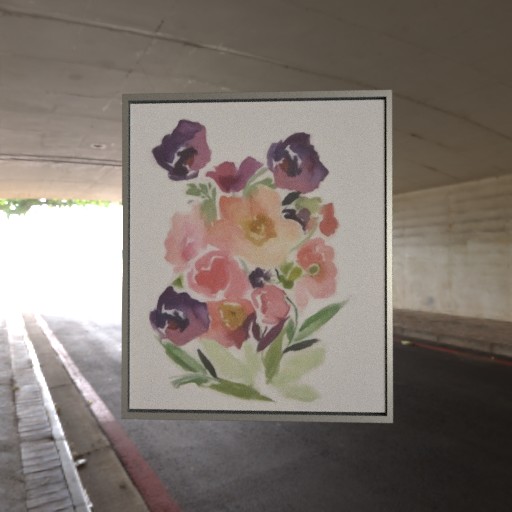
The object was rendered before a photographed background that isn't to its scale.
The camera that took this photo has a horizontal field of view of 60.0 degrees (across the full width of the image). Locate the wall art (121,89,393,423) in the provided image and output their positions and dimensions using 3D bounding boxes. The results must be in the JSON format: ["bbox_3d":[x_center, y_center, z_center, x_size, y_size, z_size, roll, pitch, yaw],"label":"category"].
[{"bbox_3d":[0.000,0.000,0.757,0.452,0.549,0.038,0,-1,2],"label":"wall art"}]
